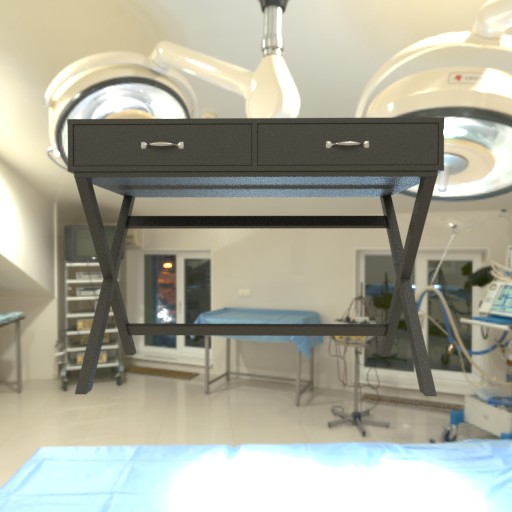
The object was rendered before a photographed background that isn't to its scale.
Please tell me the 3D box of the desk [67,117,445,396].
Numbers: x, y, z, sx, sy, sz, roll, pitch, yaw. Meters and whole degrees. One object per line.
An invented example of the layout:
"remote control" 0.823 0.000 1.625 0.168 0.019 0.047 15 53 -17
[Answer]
"desk" 0.000 0.000 1.489 1.057 0.780 0.525 0 1 1
